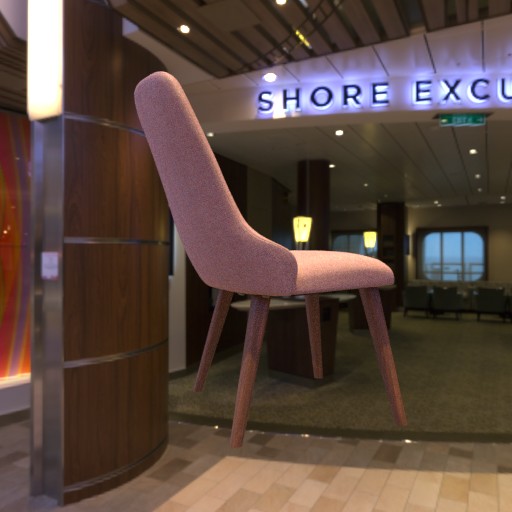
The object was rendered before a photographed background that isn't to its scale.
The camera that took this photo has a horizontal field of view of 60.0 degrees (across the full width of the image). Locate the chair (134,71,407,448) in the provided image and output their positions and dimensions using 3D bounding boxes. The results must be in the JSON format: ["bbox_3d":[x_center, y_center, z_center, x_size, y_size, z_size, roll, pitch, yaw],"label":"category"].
[{"bbox_3d":[0.000,0.000,1.334,0.707,0.918,0.535,0,0,-18],"label":"chair"}]
